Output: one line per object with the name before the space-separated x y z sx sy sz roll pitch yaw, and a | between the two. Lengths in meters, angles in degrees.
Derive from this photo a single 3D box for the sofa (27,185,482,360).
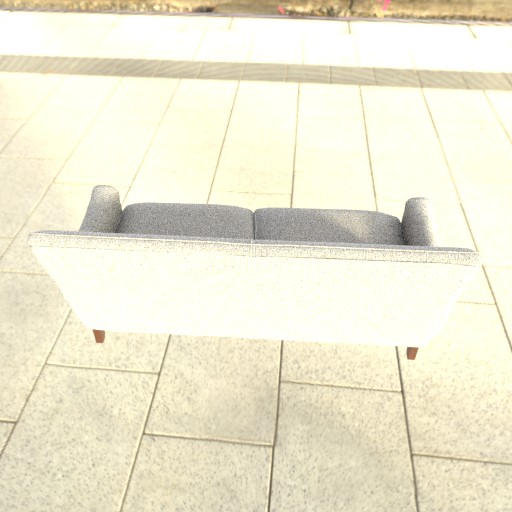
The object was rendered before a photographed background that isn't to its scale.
sofa | 0.000 0.000 2.517 2.026 0.942 0.854 3 47 2
